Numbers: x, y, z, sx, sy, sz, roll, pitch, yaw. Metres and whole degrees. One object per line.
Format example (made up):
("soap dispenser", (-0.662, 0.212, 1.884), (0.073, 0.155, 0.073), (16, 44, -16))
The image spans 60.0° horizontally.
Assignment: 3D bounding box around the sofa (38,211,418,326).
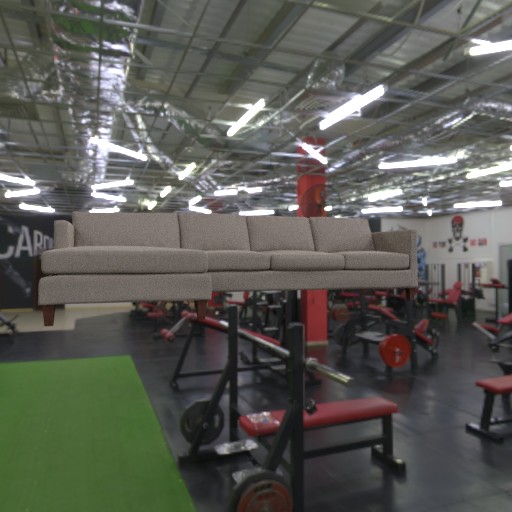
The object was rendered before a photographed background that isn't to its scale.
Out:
("sofa", (0.000, 0.000, 3.824), (3.186, 0.846, 1.625), (0, 0, -18))
